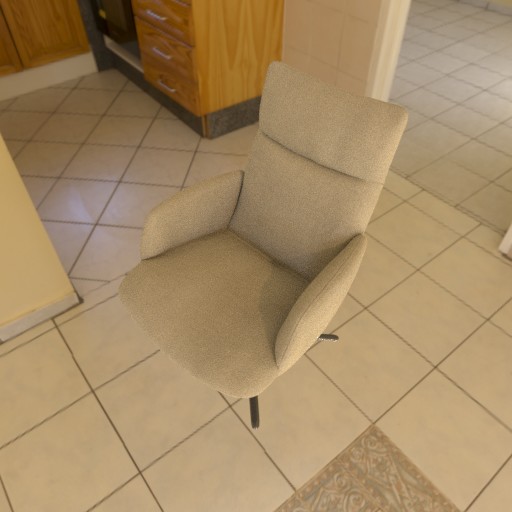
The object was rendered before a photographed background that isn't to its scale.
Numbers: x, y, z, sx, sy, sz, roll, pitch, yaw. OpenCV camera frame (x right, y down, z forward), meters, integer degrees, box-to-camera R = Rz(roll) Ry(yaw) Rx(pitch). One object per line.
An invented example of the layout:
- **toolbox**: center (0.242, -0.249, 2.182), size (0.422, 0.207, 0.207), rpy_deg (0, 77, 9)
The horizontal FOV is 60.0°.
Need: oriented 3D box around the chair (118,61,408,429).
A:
- **chair**: center (0.000, 0.000, 1.587), size (0.711, 1.016, 0.889), rpy_deg (33, 54, 28)
